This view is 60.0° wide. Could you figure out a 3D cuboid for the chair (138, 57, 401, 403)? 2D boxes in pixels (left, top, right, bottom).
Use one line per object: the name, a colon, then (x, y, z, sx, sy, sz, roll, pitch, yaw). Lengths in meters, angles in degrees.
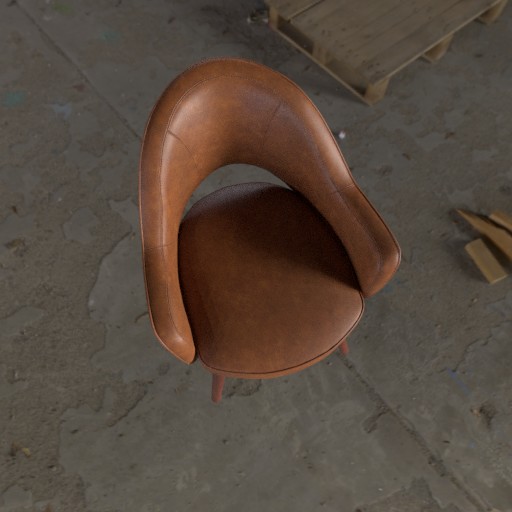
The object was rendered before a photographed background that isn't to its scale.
chair: (0.000, 0.000, 1.205, 0.591, 0.777, 0.640, -18, 65, -9)
